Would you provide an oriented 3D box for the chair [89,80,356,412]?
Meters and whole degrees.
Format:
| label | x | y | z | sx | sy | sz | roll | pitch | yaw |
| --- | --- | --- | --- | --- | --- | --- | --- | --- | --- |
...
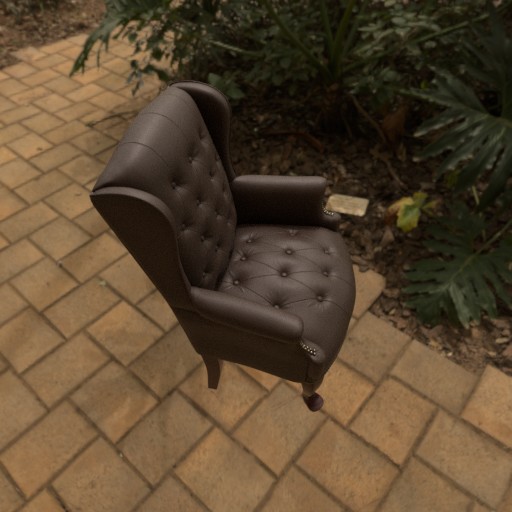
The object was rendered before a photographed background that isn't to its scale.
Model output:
| label | x | y | z | sx | sy | sz | roll | pitch | yaw |
| --- | --- | --- | --- | --- | --- | --- | --- | --- | --- |
| chair | 0.000 | 0.000 | 1.729 | 0.819 | 1.132 | 0.829 | 9 | 47 | 8 |
